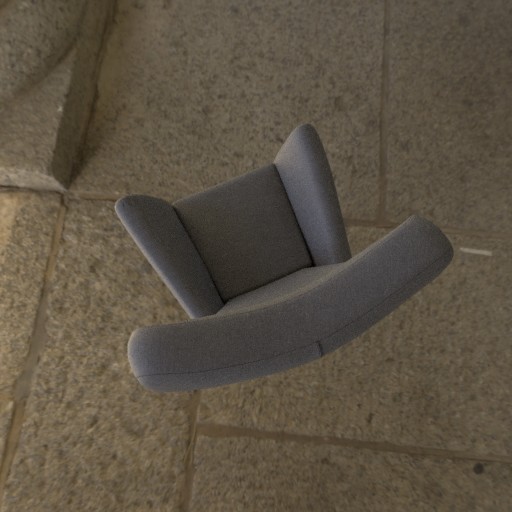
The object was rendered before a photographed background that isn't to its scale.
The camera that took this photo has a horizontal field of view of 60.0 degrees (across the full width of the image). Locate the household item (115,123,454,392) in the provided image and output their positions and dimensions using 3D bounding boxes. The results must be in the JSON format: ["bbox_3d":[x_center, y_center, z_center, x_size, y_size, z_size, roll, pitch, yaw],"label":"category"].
[{"bbox_3d":[0.000,0.000,1.768,0.980,1.050,0.900,-23,77,-6],"label":"household item"}]
